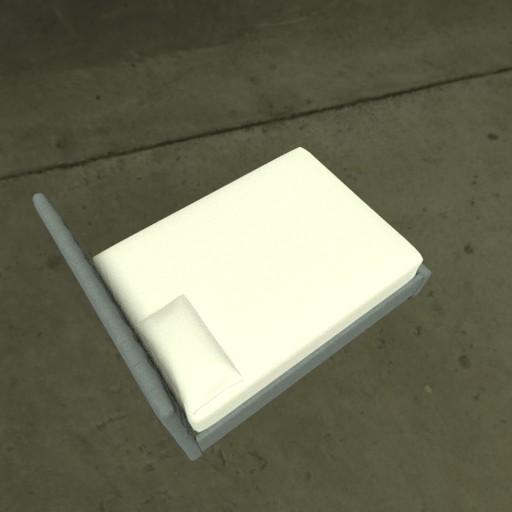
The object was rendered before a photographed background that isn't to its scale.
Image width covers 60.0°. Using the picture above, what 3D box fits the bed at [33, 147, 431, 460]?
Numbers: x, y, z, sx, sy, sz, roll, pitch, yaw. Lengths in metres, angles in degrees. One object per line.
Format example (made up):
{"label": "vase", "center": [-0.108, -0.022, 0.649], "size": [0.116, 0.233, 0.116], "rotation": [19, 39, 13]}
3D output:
{"label": "bed", "center": [0.000, 0.000, 3.388], "size": [2.335, 1.411, 1.698], "rotation": [-31, 63, -18]}
